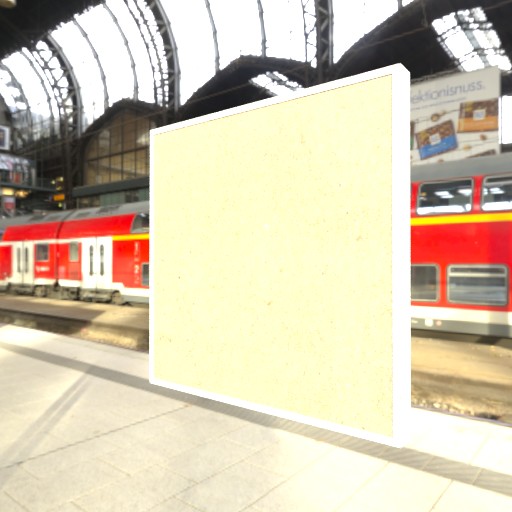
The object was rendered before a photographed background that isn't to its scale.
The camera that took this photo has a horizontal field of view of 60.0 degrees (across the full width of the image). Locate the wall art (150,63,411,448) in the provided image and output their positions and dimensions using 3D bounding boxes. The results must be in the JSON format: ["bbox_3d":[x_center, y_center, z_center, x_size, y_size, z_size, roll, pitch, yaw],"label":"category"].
[{"bbox_3d":[0.000,0.000,0.753,0.508,0.508,0.038,0,0,37],"label":"wall art"}]
